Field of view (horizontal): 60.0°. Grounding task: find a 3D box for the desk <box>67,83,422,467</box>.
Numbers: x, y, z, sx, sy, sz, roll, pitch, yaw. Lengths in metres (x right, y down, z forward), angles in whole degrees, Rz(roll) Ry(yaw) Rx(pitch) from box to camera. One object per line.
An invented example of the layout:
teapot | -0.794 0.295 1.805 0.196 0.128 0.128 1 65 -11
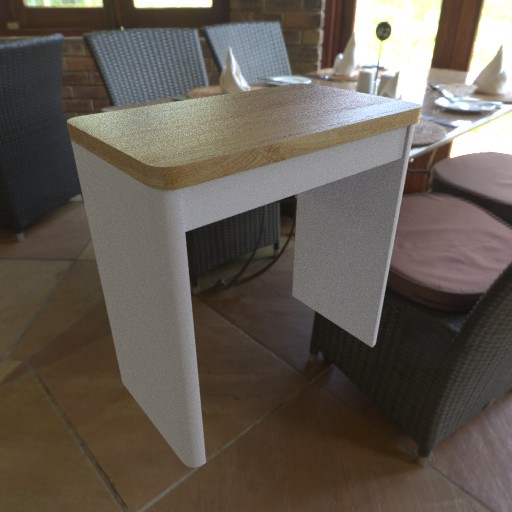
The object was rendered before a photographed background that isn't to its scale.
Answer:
desk | 0.000 0.000 1.246 0.760 0.790 0.440 -23 37 -33
